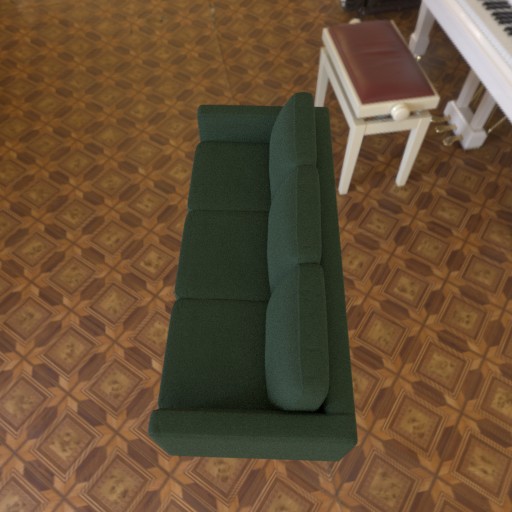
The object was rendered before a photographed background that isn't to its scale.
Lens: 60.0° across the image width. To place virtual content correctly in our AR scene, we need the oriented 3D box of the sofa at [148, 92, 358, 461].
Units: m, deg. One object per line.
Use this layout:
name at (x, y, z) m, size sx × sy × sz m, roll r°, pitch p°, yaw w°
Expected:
sofa at (0.000, 0.000, 2.499) m, size 0.879 × 0.899 × 2.029 m, roll 2°, pitch 57°, yaw 1°
